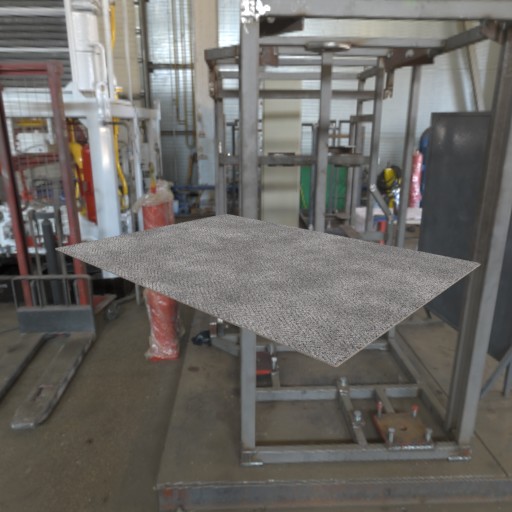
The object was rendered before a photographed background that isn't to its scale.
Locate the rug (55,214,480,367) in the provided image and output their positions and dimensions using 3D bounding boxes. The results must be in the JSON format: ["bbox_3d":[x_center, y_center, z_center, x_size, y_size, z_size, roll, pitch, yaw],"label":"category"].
[{"bbox_3d":[0.000,0.000,2.846,2.235,0.008,1.600,15,22,40],"label":"rug"}]
